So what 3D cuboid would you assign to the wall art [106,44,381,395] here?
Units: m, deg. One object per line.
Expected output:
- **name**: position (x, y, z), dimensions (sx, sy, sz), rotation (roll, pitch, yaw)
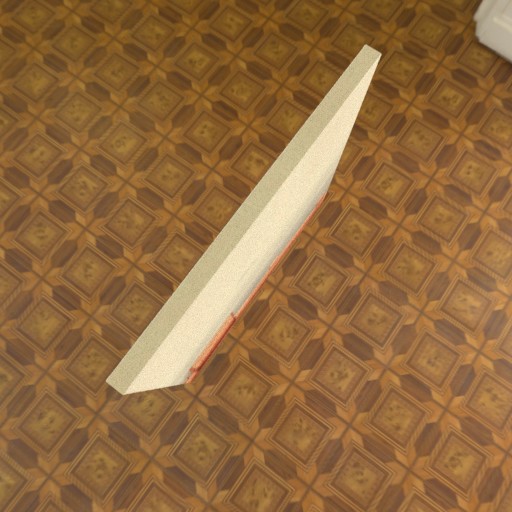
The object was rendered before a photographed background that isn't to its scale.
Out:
- **wall art**: position (0.000, 0.000, 0.603), dimensions (0.023, 0.405, 0.405), rotation (35, 78, 8)
